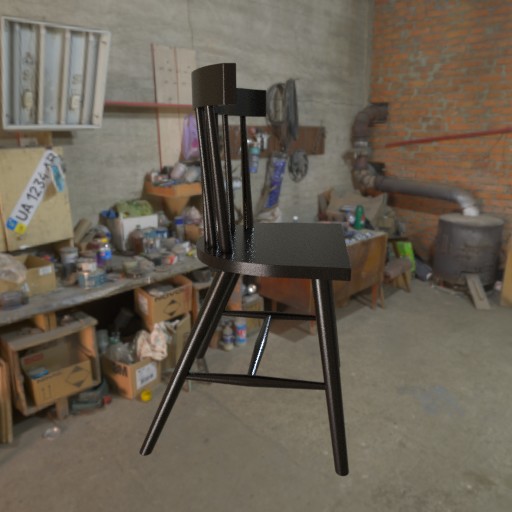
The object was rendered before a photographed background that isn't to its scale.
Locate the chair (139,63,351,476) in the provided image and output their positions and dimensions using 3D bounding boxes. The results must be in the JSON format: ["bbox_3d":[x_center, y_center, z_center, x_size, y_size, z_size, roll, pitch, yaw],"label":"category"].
[{"bbox_3d":[0.000,0.000,1.131,0.483,0.844,0.506,2,15,8],"label":"chair"}]
